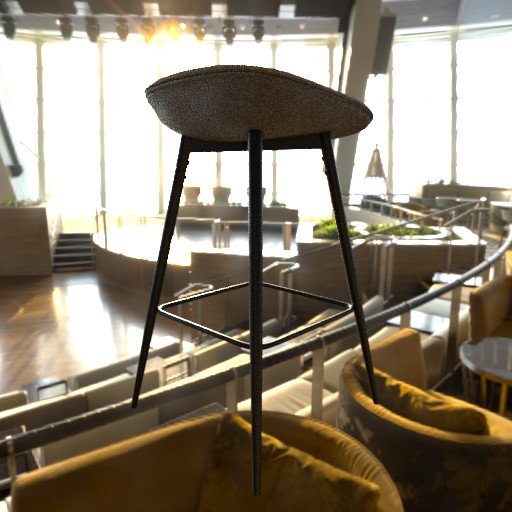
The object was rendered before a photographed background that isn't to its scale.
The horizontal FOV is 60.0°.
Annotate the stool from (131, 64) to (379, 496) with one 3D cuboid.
[{"bbox_3d":[0.000,0.000,1.103,0.469,0.814,0.480,11,16,43],"label":"stool"}]
